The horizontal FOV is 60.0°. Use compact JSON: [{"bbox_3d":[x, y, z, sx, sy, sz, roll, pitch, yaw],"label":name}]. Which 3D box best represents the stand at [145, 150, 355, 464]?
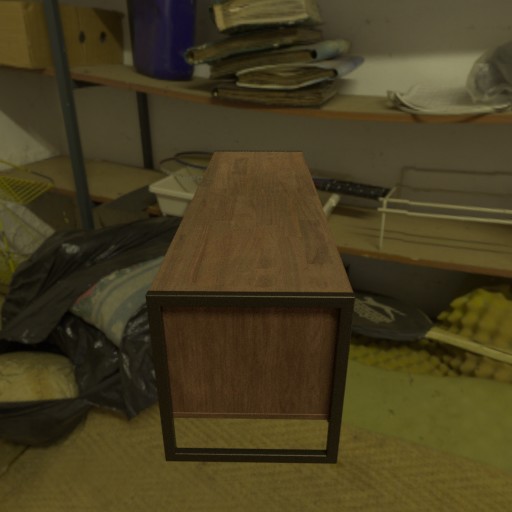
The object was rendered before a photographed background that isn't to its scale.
[{"bbox_3d":[0.000,0.000,1.727,0.454,0.506,1.480,0,25,1],"label":"stand"}]
